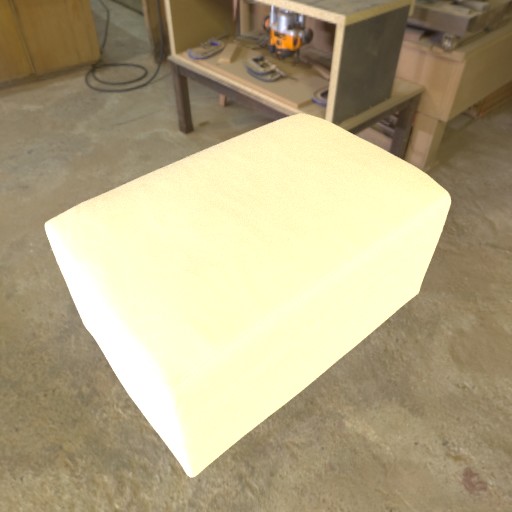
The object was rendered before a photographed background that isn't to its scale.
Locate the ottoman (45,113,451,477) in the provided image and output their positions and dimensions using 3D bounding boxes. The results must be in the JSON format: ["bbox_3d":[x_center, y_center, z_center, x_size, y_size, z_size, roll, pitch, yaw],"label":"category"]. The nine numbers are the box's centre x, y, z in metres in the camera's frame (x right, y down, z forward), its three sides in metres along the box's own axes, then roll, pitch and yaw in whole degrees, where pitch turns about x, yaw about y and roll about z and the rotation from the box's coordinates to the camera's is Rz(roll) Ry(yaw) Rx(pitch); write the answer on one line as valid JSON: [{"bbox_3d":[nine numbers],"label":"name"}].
[{"bbox_3d":[0.000,0.000,1.185,0.872,0.444,0.590,-31,52,-27],"label":"ottoman"}]
